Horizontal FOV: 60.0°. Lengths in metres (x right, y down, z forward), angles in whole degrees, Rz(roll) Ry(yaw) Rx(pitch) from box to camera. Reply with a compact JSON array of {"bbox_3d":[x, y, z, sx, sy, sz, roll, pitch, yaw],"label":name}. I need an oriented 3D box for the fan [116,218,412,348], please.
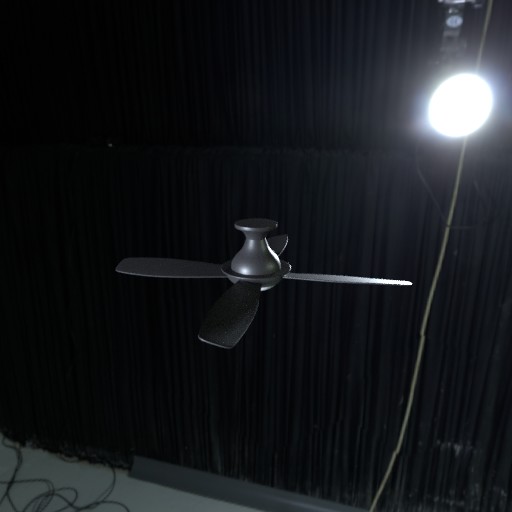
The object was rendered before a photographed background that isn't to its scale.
[{"bbox_3d":[0.000,0.000,2.504,1.694,0.382,1.694,3,18,11],"label":"fan"}]
